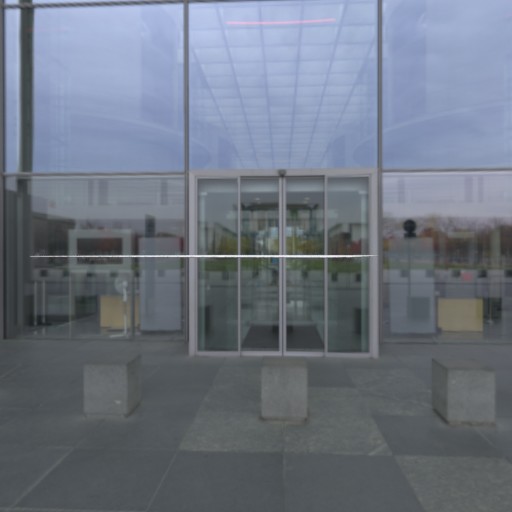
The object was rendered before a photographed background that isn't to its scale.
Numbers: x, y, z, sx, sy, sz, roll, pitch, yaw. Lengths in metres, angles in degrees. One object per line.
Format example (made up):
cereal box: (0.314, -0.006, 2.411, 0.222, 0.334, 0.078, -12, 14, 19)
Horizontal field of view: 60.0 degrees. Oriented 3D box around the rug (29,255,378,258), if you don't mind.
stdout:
rug: (0.000, 0.000, 3.081, 1.524, 0.005, 2.439, 0, 0, 18)
